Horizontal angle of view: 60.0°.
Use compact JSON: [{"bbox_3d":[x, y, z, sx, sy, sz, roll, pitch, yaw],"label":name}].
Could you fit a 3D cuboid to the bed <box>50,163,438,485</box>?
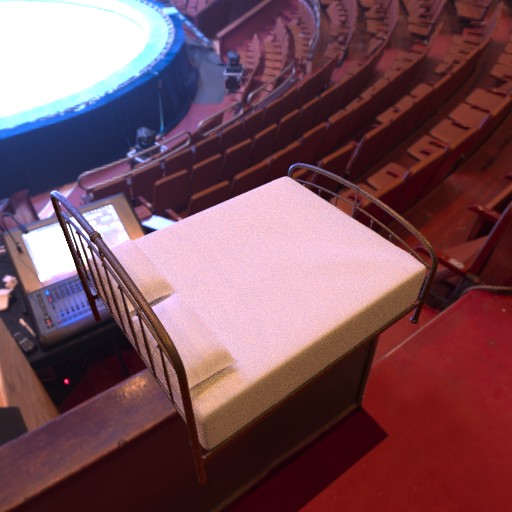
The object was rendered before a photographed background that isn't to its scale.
[{"bbox_3d":[0.000,0.000,3.256,2.168,1.475,1.711,-27,49,-27],"label":"bed"}]
